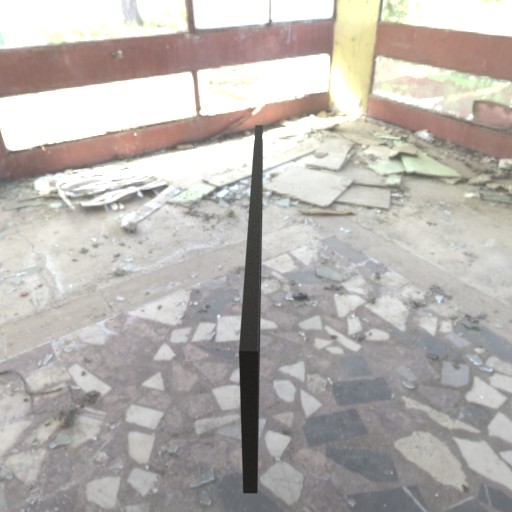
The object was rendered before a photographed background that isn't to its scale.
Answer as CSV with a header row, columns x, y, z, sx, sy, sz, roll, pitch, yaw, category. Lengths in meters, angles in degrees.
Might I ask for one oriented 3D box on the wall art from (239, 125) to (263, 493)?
x,y,z,sx,sy,sz,roll,pitch,yaw,category
0.000,0.000,1.743,0.041,0.554,1.572,1,33,1,wall art
